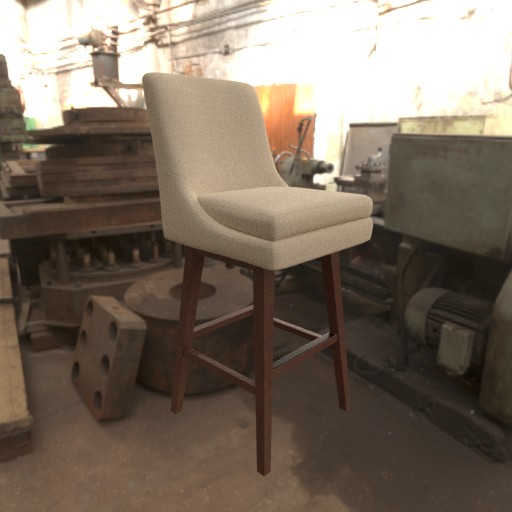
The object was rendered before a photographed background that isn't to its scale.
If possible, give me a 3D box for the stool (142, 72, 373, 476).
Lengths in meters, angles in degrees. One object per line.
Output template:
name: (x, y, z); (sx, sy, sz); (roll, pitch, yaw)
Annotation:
stool: (0.000, 0.000, 1.399); (0.559, 1.093, 0.483); (14, 21, 42)
